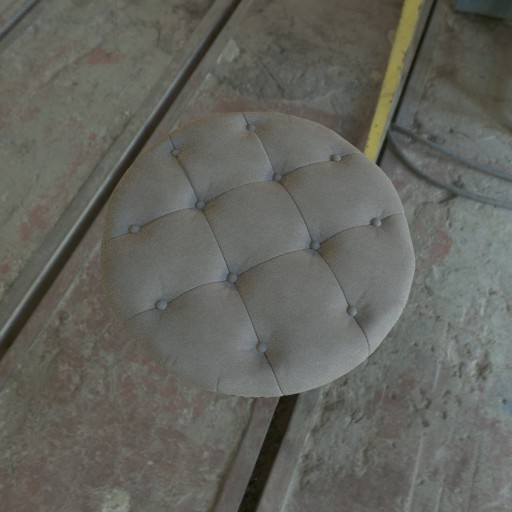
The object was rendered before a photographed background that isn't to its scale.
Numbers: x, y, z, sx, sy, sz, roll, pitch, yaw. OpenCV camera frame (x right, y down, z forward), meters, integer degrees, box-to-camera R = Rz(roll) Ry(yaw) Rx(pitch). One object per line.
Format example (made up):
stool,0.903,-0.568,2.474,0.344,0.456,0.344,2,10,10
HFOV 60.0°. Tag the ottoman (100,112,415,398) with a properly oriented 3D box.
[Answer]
ottoman,0.000,0.000,1.391,0.901,0.439,0.901,0,63,0
